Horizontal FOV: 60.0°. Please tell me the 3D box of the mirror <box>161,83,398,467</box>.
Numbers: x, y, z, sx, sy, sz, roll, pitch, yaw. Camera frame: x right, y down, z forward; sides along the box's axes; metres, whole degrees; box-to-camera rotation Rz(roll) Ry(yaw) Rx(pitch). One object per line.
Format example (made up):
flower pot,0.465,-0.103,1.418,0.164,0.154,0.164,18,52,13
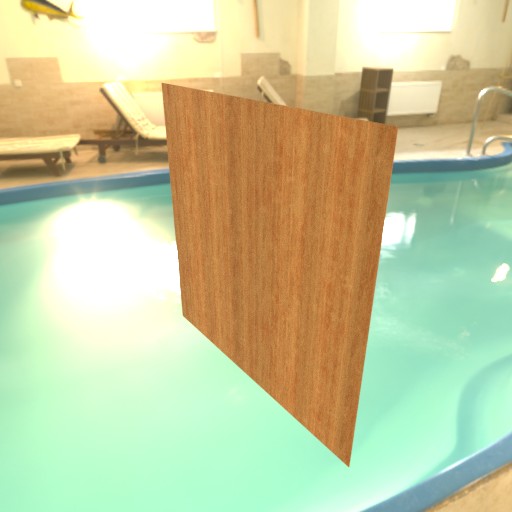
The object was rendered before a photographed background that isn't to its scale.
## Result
mirror,0.000,0.000,0.957,0.047,0.651,0.651,-20,33,-33
